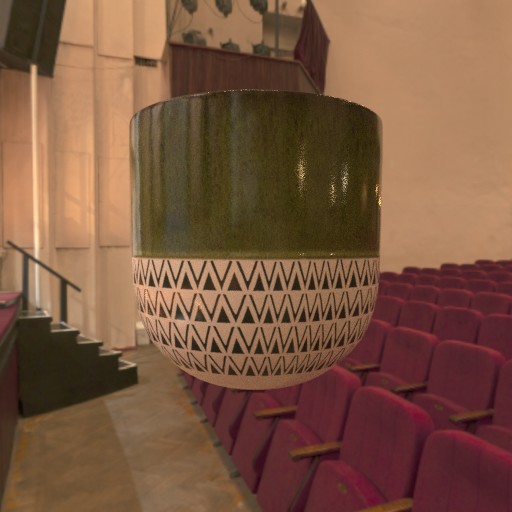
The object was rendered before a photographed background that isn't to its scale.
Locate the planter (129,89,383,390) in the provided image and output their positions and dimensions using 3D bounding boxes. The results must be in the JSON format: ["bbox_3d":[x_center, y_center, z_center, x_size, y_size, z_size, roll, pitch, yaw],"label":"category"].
[{"bbox_3d":[0.000,0.000,0.486,0.266,0.270,0.266,0,1,0],"label":"planter"}]
